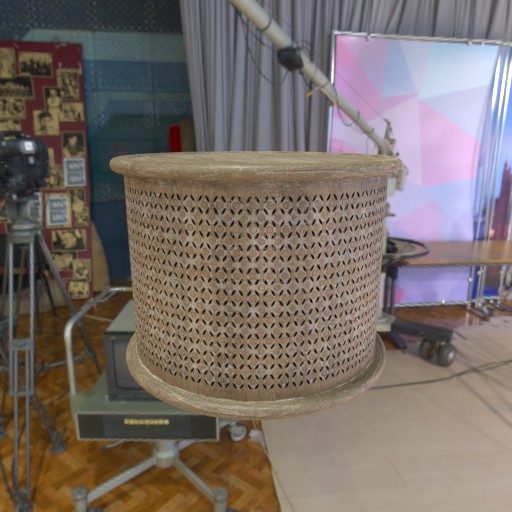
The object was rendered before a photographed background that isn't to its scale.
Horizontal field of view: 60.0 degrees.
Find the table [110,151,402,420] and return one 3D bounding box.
[{"bbox_3d":[0.000,0.000,1.020,0.607,0.450,0.607,0,15,0],"label":"table"}]
